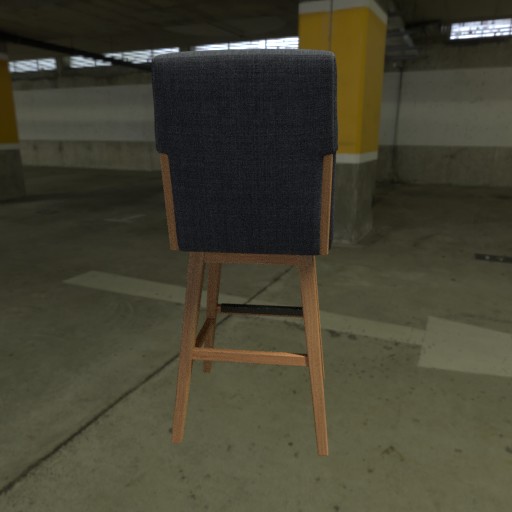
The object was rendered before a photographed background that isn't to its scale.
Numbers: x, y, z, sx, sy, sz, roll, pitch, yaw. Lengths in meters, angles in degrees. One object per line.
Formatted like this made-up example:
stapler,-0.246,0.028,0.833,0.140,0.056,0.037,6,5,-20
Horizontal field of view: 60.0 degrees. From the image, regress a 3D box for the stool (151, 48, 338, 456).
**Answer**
stool,0.000,0.000,1.389,0.483,1.112,0.570,2,16,7
